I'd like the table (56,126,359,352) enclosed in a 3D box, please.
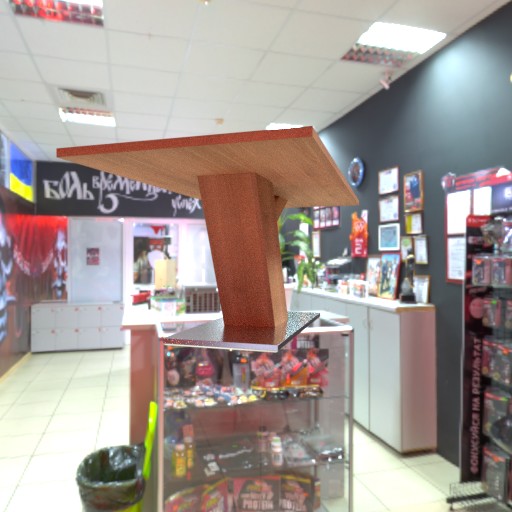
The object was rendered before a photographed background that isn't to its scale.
[{"bbox_3d":[0.000,0.000,2.271,0.900,0.750,1.800,0,0,17],"label":"table"}]
